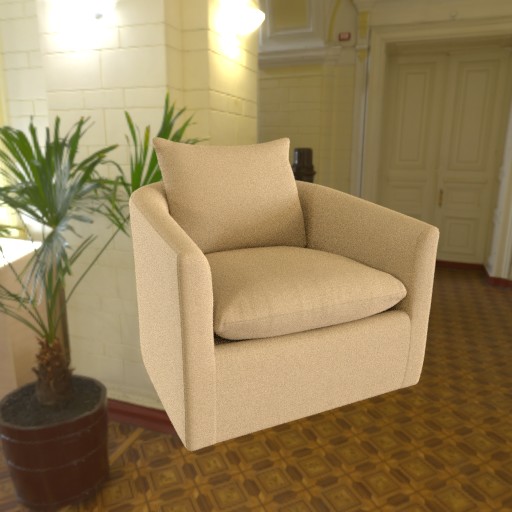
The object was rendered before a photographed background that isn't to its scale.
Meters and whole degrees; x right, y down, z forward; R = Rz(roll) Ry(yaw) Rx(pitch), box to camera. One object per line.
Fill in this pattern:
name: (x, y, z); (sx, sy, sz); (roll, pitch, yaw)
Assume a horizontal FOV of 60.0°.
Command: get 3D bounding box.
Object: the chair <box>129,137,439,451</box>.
chair: (0.000, 0.000, 1.615); (0.845, 0.848, 0.910); (-6, 15, -25)
